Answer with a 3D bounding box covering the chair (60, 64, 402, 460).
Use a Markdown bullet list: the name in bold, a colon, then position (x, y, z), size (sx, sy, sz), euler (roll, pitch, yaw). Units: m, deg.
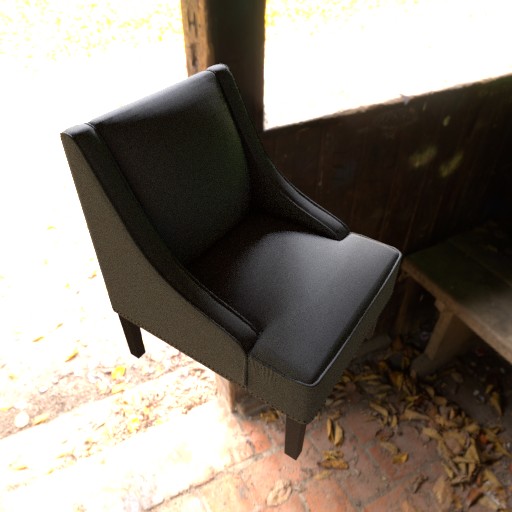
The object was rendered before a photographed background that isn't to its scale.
- **chair**: position (0.000, 0.000, 1.366), size (0.747, 0.867, 0.631), euler (24, 46, 25)
